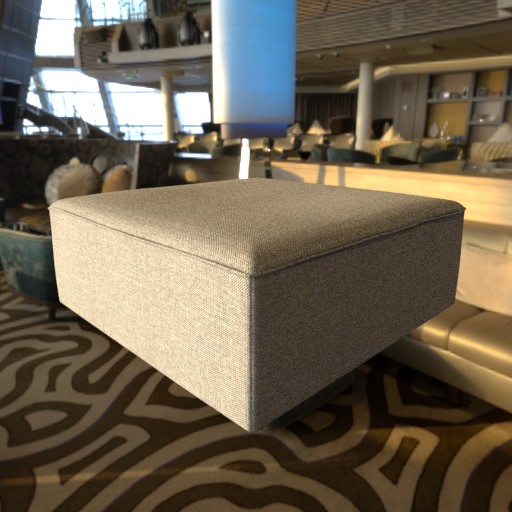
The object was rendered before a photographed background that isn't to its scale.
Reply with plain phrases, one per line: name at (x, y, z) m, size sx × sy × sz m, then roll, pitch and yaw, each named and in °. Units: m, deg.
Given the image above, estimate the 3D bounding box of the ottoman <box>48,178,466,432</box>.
ottoman at (0.000, 0.000, 1.522) m, size 1.017 × 0.423 × 1.023 m, roll -15°, pitch 22°, yaw -41°
